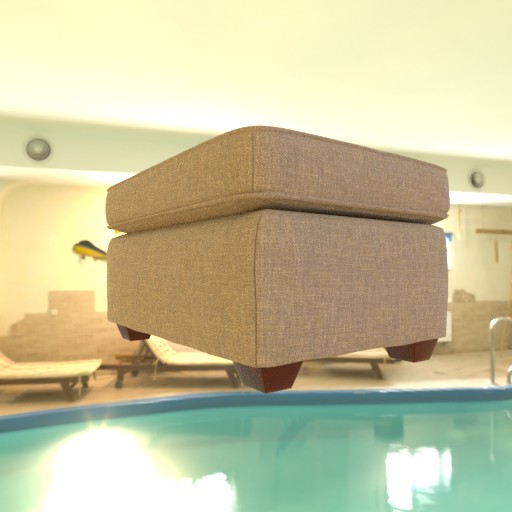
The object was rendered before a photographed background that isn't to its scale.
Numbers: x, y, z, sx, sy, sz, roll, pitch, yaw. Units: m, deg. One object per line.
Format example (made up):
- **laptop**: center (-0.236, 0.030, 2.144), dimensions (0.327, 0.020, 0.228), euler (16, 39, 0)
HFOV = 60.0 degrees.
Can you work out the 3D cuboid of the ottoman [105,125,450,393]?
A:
- **ottoman**: center (0.000, 0.000, 1.111), dimensions (0.559, 0.457, 0.762), euler (1, -2, -36)
